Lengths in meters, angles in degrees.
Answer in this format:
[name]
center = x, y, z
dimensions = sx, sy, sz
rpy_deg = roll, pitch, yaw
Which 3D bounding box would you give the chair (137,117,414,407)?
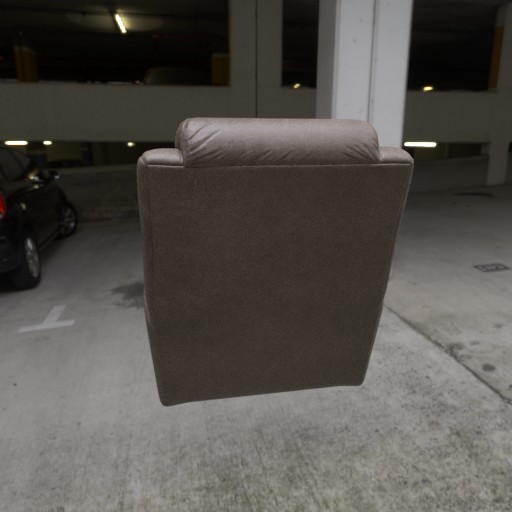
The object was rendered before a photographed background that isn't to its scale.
[chair]
center = 0.000, 0.000, 1.938
dimensions = 0.967, 1.116, 1.068
rpy_deg = -3, 15, -11
